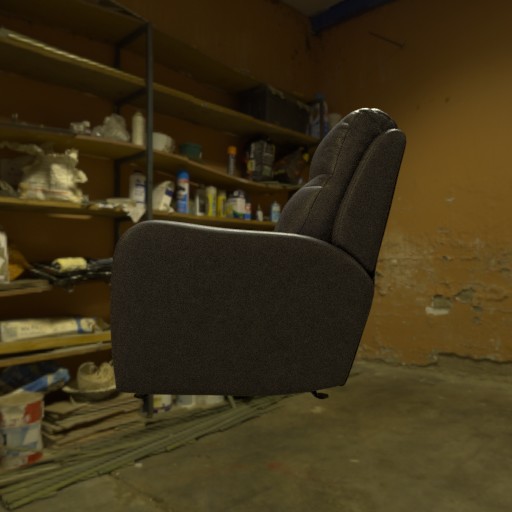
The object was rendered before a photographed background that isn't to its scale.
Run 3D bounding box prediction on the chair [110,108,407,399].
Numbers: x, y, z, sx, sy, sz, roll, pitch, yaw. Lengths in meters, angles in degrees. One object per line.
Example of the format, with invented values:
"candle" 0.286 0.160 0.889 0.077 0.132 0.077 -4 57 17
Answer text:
"chair" 0.000 0.000 1.878 1.067 1.067 0.865 0 -2 0
